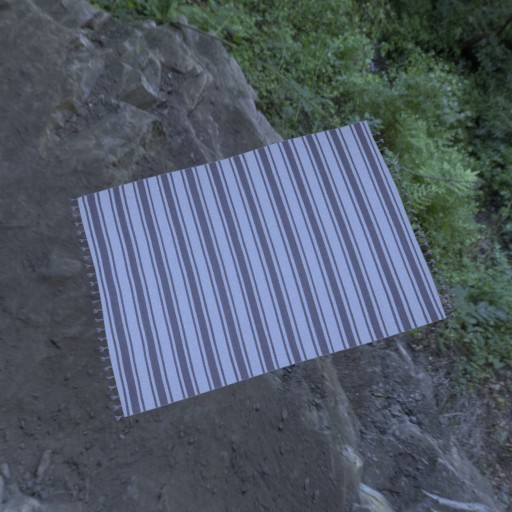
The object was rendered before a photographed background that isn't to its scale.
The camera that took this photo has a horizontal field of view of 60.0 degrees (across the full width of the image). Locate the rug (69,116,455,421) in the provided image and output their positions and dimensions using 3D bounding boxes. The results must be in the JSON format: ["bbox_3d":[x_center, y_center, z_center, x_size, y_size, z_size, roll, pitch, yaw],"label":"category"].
[{"bbox_3d":[0.000,0.000,3.970,3.040,0.017,2.030,-16,77,-4],"label":"rug"}]
